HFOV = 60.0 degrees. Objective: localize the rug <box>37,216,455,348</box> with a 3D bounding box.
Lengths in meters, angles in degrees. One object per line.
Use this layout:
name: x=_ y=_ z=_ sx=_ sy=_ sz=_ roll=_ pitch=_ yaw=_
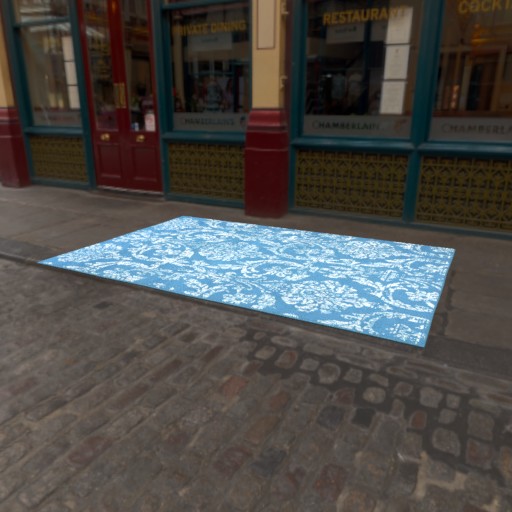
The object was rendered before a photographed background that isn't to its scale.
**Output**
rug: x=0.000 y=0.000 z=2.318 sx=1.833 sy=0.012 sz=1.211 roll=9 pitch=20 yaw=26
